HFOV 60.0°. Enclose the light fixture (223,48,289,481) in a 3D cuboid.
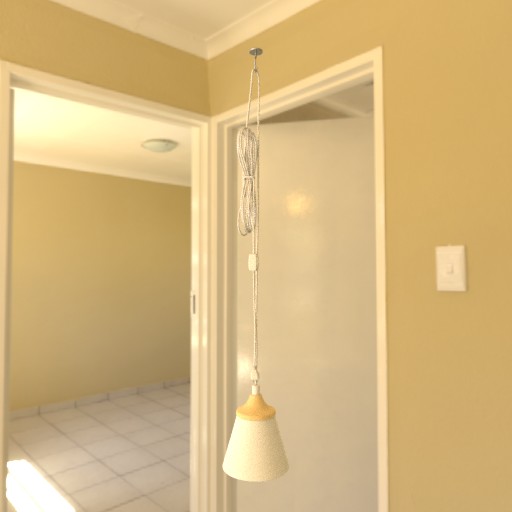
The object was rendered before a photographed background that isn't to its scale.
[{"bbox_3d":[0.000,0.000,1.033,0.153,0.966,0.153,-1,-2,37],"label":"light fixture"}]
